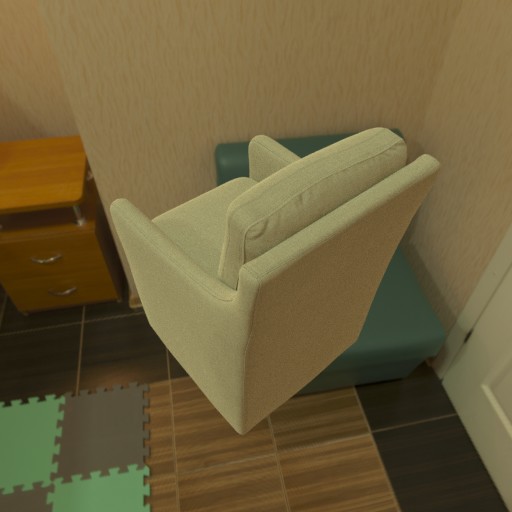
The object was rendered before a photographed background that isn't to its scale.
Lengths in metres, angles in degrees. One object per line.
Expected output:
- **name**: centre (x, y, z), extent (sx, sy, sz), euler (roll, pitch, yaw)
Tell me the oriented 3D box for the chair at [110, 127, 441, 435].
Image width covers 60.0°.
- **chair**: centre (0.000, 0.000, 1.386), extent (0.626, 0.914, 0.694), euler (-31, 54, -27)
